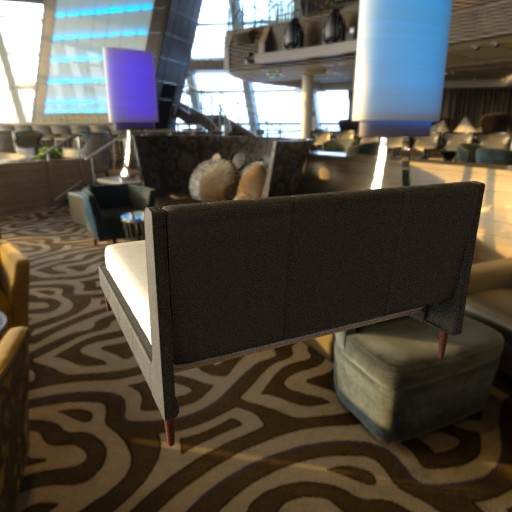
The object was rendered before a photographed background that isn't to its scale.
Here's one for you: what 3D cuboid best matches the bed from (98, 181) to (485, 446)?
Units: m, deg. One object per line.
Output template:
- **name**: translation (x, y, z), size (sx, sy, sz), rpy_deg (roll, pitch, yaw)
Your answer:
- **bed**: translation (0.000, 0.000, 2.510), size (1.531, 0.933, 1.638), rpy_deg (-8, 18, -26)
